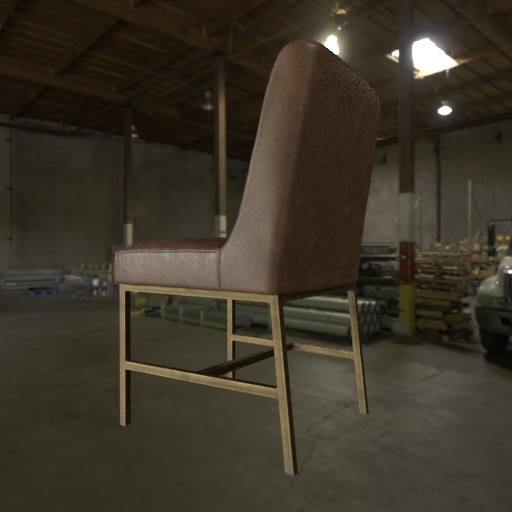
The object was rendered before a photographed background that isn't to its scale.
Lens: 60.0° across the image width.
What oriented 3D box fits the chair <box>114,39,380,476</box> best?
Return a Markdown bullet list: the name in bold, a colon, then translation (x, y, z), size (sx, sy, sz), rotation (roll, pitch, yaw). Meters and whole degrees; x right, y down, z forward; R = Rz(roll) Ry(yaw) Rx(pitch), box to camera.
- **chair**: translation (0.000, 0.000, 1.209), size (0.587, 0.889, 0.508), rotation (0, 1, 34)
